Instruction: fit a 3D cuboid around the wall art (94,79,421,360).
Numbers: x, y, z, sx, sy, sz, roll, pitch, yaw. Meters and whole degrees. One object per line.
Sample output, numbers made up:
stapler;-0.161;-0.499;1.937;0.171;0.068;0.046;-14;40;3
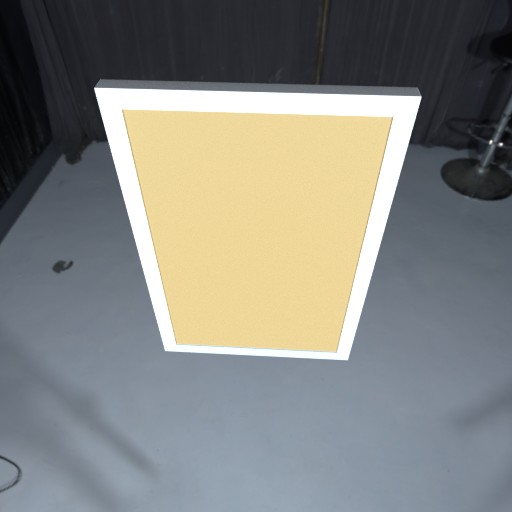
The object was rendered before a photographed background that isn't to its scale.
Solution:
wall art;0.000;0.000;1.168;0.612;0.915;0.039;2;46;2
